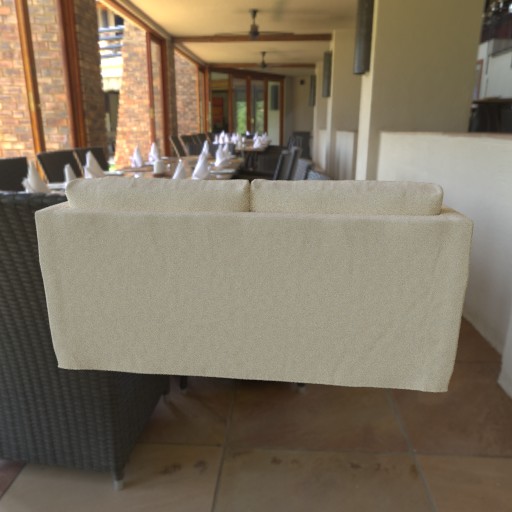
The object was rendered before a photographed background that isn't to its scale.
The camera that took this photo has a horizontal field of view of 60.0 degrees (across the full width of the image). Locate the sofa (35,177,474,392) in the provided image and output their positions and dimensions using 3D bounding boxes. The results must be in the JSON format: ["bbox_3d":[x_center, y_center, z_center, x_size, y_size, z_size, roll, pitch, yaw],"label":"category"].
[{"bbox_3d":[0.000,0.000,2.227,1.746,0.834,0.962,2,16,6],"label":"sofa"}]
